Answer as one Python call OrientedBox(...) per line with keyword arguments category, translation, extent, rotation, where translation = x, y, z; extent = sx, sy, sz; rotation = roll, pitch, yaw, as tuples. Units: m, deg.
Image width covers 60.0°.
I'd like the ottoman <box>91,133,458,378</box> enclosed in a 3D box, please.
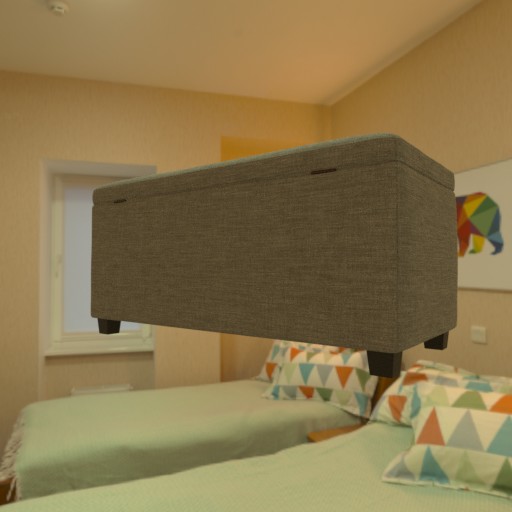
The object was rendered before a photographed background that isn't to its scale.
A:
OrientedBox(category="ottoman", translation=(0.000, 0.000, 1.145), extent=(0.902, 0.432, 0.419), rotation=(-1, -2, 37))
